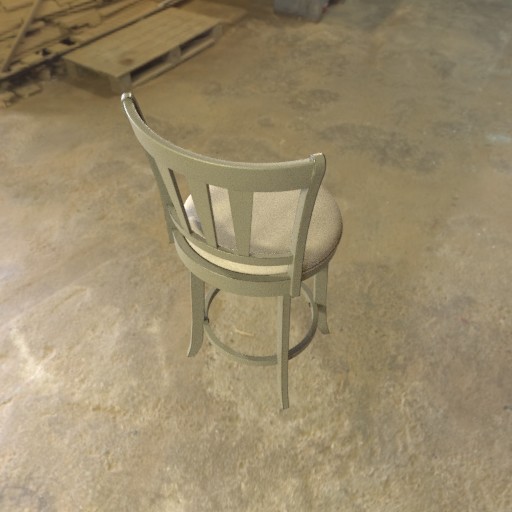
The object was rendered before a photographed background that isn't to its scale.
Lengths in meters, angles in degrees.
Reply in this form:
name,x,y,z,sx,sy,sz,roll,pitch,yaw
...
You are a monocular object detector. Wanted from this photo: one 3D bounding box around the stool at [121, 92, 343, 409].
name,x,y,z,sx,sy,sz,roll,pitch,yaw
stool,0.000,0.000,1.260,0.450,0.994,0.486,23,51,20
